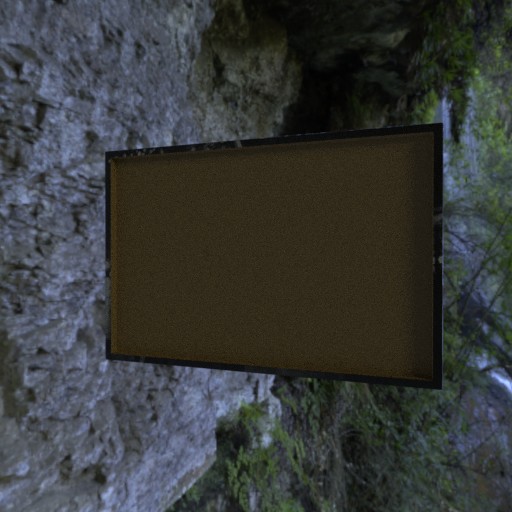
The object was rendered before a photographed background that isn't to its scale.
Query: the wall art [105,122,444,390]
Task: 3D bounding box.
[{"bbox_3d":[0.000,0.000,0.784,0.609,0.406,0.037,0,0,19],"label":"wall art"}]
